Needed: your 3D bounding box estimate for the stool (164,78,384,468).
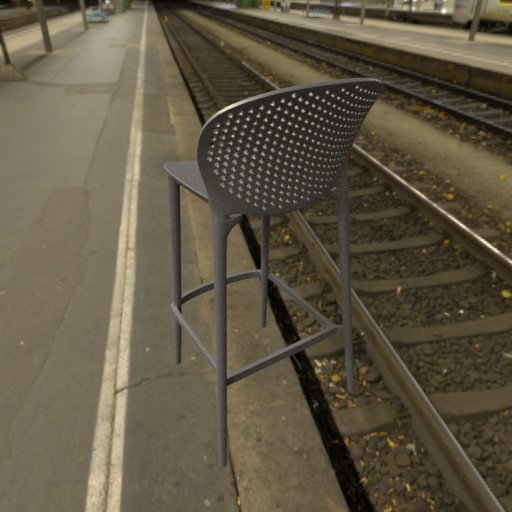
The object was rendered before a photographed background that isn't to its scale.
[{"bbox_3d":[0.000,0.000,1.307,0.536,1.045,0.535,-18,35,-28],"label":"stool"}]
